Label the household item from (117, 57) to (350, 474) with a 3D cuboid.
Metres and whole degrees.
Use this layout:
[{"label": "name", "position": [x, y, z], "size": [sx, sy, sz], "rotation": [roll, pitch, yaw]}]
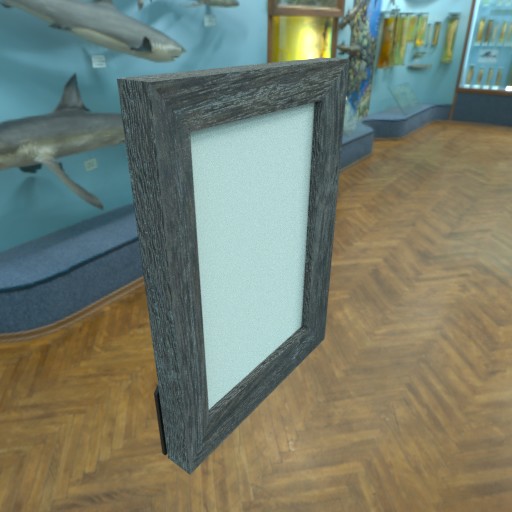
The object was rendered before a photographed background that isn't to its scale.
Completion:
[{"label": "household item", "position": [0.000, 0.000, 0.228], "size": [0.020, 0.180, 0.133], "rotation": [19, 33, 32]}]
